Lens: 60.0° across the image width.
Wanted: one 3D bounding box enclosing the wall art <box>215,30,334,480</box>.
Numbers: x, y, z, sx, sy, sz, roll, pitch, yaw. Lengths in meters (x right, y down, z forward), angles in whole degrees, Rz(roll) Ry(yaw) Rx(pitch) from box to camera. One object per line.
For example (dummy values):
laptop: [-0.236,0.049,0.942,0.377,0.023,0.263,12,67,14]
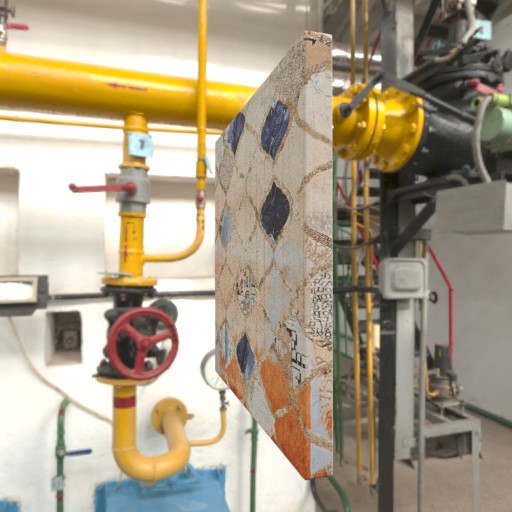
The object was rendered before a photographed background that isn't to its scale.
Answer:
wall art: [0.000,0.000,0.744,0.038,0.508,0.507,0,0,-17]
